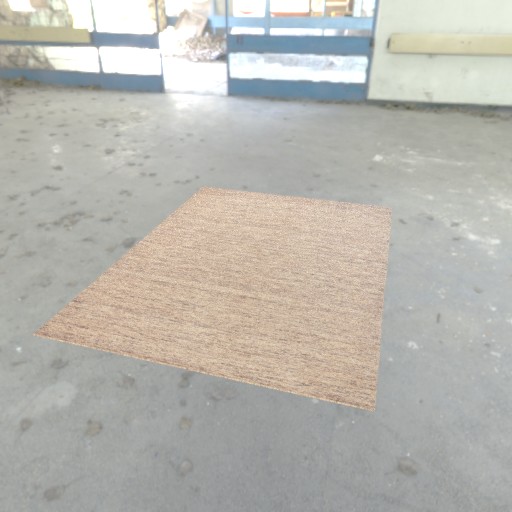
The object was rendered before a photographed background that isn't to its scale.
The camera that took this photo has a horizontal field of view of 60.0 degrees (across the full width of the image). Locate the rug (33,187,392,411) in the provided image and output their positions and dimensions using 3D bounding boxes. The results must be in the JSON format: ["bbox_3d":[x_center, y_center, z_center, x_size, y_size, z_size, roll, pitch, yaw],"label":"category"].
[{"bbox_3d":[0.000,0.000,4.275,2.448,0.013,3.205,8,30,15],"label":"rug"}]
